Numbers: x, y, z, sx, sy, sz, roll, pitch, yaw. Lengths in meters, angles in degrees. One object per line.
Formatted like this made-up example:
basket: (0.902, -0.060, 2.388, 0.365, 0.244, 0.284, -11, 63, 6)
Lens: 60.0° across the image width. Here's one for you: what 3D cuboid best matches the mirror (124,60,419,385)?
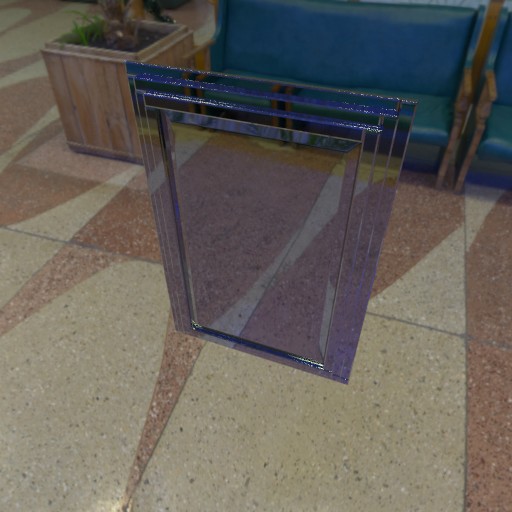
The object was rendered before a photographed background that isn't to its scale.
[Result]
mirror: (0.000, 0.000, 1.171, 0.613, 0.914, 0.039, 14, 44, 15)
